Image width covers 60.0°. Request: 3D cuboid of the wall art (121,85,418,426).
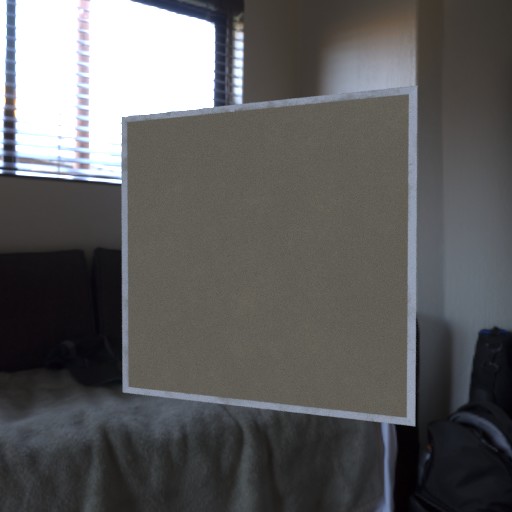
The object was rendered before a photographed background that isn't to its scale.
[{"bbox_3d":[0.000,0.000,1.119,0.760,0.757,0.038,0,1,18],"label":"wall art"}]
